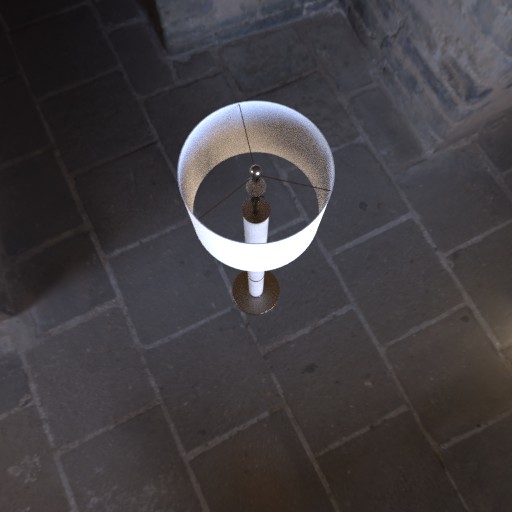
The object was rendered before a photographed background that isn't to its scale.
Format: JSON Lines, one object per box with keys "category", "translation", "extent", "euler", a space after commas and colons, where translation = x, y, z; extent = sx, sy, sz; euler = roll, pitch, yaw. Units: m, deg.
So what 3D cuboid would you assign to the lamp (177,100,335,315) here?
{"category": "lamp", "translation": [0.000, 0.000, 1.821], "extent": [0.377, 1.599, 0.377], "euler": [16, 76, 4]}
